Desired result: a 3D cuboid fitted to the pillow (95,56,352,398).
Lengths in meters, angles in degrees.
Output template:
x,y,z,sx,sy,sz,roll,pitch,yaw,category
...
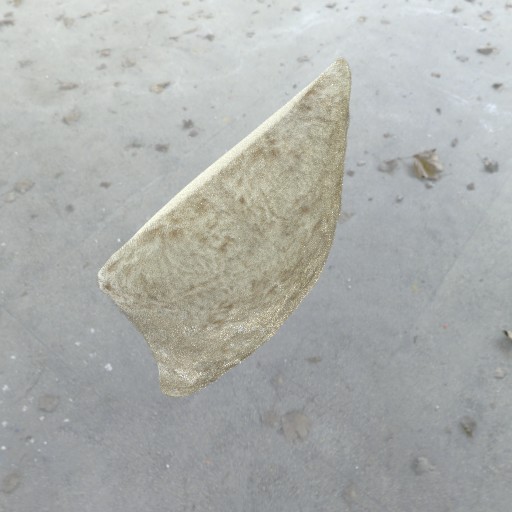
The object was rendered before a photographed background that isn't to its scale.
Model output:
x,y,z,sx,sy,sz,roll,pitch,yaw,category
0.000,0.000,0.816,0.216,0.525,0.538,34,63,20,pillow
